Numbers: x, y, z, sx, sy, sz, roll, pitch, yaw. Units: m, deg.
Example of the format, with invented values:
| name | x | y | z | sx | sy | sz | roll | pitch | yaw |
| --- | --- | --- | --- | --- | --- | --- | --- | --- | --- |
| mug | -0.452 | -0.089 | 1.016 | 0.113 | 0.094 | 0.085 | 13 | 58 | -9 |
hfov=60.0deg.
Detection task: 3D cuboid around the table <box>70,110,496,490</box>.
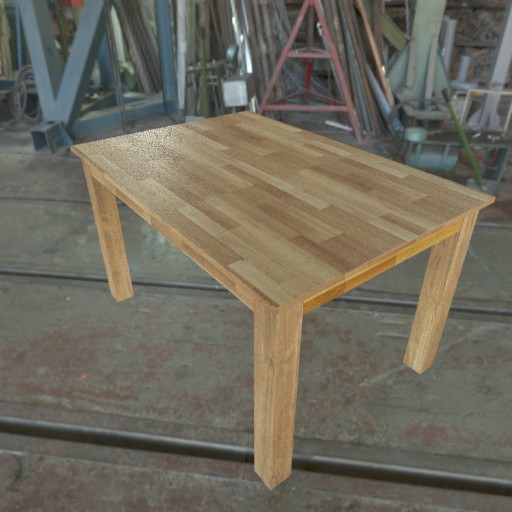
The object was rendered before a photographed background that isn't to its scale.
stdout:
| name | x | y | z | sx | sy | sz | roll | pitch | yaw |
| --- | --- | --- | --- | --- | --- | --- | --- | --- | --- |
| table | 0.000 | 0.000 | 1.796 | 0.900 | 0.750 | 1.300 | -23 | 39 | -31 |
